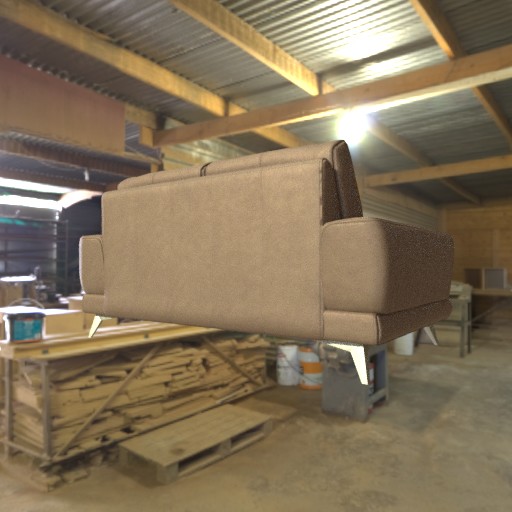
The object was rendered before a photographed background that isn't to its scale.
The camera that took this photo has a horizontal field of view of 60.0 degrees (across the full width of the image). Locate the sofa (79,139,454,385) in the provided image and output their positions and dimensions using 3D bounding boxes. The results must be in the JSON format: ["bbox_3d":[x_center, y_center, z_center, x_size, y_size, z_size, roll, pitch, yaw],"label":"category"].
[{"bbox_3d":[0.000,0.000,2.374,1.806,0.907,1.018,-1,-1,36],"label":"sofa"}]
